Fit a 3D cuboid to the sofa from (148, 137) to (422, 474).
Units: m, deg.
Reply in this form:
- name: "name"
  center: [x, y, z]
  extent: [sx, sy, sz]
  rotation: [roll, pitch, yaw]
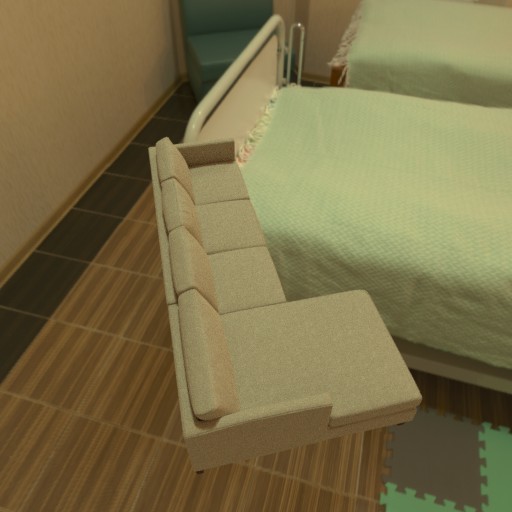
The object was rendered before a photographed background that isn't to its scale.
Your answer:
- name: "sofa"
  center: [0.000, 0.000, 3.949]
  extent: [1.625, 0.846, 3.186]
  rotation: [-10, 47, -9]
